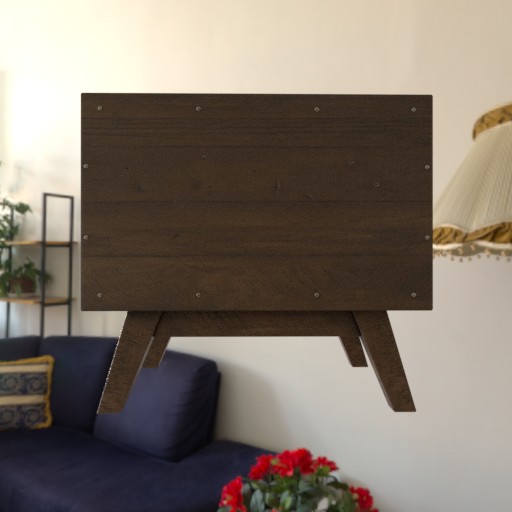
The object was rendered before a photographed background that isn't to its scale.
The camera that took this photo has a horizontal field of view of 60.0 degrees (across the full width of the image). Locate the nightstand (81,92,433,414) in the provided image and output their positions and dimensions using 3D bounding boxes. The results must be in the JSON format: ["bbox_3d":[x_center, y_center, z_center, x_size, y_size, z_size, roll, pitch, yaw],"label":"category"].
[{"bbox_3d":[0.000,0.000,1.040,0.650,0.599,0.450,0,0,-1],"label":"nightstand"}]
